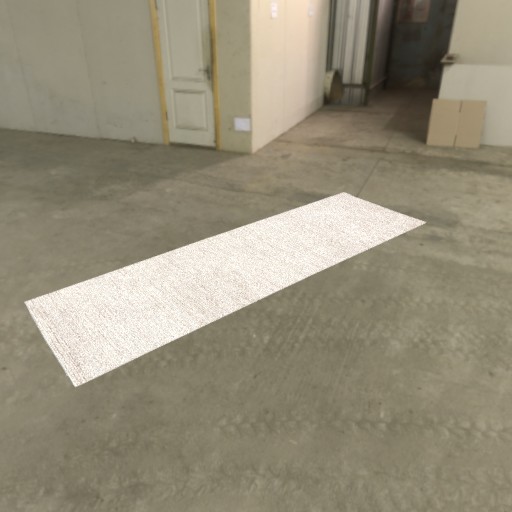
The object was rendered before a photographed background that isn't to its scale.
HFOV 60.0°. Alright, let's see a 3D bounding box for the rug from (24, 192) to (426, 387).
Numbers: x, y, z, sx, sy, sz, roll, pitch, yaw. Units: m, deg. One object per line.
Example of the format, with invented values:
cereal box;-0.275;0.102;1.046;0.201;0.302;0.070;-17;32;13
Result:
rug;0.000;0.000;2.561;2.346;0.013;0.712;-22;36;-33
